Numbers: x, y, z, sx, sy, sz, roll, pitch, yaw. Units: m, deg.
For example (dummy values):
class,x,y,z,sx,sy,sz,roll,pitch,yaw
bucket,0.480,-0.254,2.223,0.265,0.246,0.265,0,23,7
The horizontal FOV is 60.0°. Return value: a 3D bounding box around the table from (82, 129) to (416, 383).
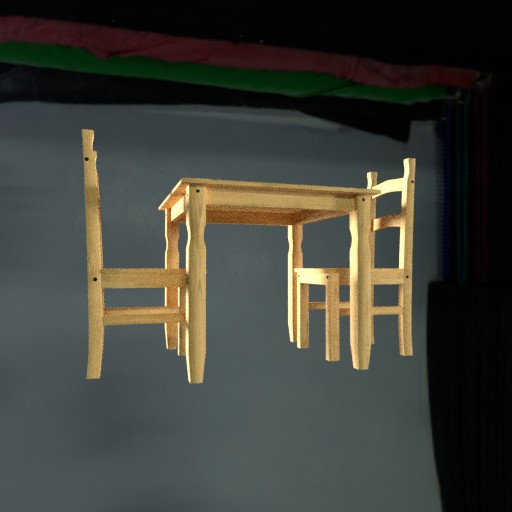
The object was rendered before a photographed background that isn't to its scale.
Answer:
class,x,y,z,sx,sy,sz,roll,pitch,yaw
table,0.000,0.000,2.068,1.501,0.942,0.813,0,-1,-18
